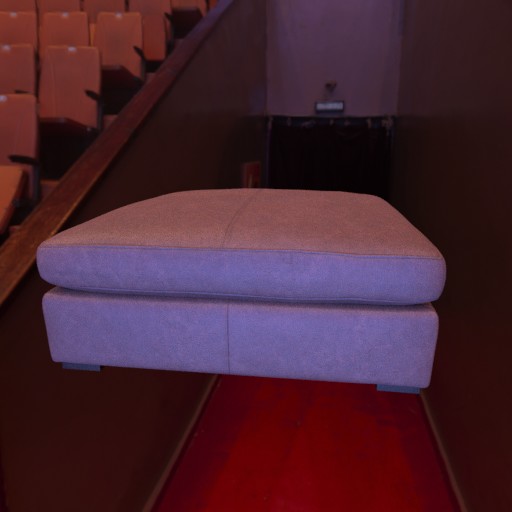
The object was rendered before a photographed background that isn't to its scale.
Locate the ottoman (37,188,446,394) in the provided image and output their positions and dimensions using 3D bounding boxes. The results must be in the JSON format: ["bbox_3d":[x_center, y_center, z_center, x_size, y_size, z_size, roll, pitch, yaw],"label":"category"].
[{"bbox_3d":[0.000,0.000,1.770,1.168,0.490,1.168,2,15,7],"label":"ottoman"}]
